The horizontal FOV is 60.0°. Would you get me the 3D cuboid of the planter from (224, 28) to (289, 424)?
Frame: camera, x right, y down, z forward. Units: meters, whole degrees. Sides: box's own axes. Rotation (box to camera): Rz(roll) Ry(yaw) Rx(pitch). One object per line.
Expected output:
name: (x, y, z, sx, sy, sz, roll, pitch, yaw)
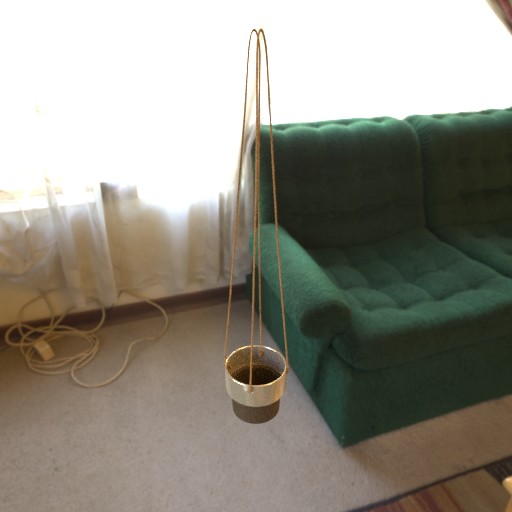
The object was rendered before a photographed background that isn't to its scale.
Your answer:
planter: (0.000, 0.000, 1.175, 0.187, 1.073, 0.187, -18, 32, -32)
